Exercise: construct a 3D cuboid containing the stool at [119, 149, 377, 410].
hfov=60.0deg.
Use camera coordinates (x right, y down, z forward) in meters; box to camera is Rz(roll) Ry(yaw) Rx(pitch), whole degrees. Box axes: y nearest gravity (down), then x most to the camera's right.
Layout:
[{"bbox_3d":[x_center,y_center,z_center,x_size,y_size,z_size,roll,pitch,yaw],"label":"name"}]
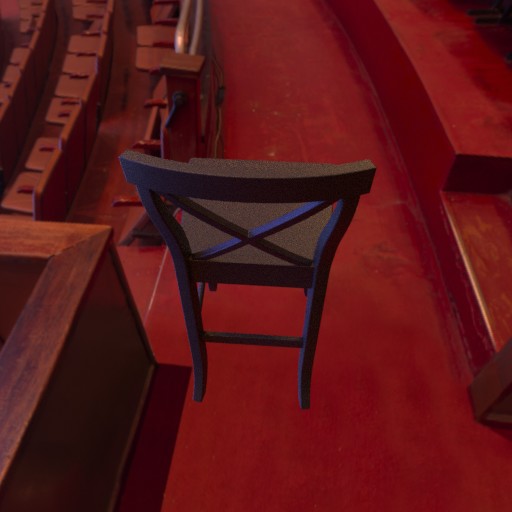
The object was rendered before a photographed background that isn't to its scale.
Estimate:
[{"bbox_3d":[0.000,0.000,1.281,0.452,0.989,0.559,3,47,3],"label":"stool"}]
